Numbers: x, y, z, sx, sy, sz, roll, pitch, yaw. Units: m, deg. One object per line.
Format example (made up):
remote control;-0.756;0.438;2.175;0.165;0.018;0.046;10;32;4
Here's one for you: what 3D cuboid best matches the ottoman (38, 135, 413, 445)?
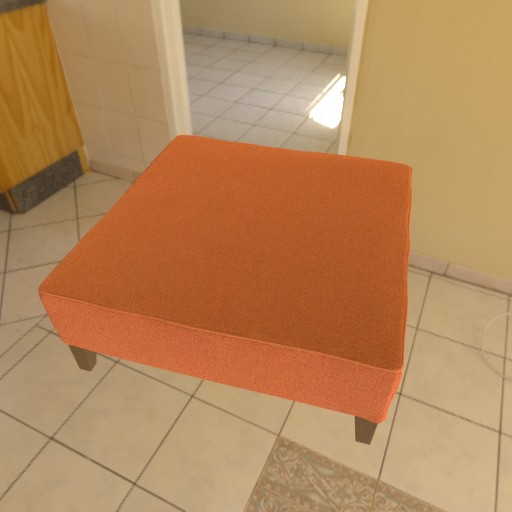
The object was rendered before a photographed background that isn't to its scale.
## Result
ottoman;0.000;0.000;1.569;0.997;0.438;0.999;11;42;12
